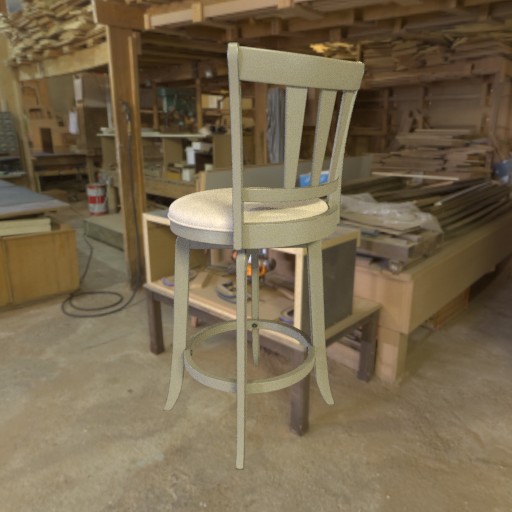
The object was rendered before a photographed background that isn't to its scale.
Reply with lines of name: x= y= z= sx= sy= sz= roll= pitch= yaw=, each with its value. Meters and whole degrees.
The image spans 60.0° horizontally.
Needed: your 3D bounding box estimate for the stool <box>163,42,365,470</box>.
stool: x=0.000 y=0.000 z=1.221 sx=0.450 sy=0.994 sz=0.486 roll=-16 pitch=23 yaw=-42
